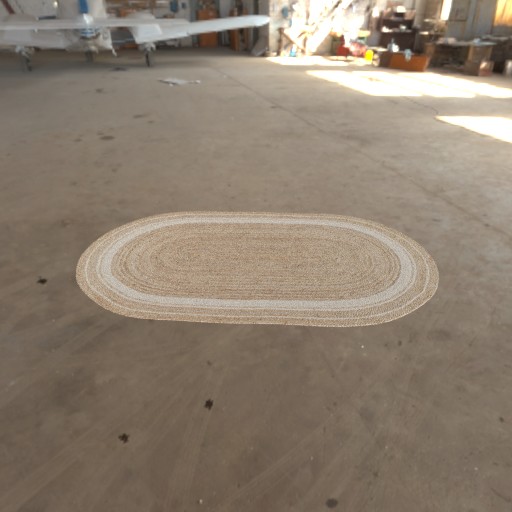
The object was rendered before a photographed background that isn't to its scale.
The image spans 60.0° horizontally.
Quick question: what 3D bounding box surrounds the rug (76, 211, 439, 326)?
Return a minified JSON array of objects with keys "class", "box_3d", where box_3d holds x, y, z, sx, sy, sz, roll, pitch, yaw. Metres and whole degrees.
[{"class":"rug","box_3d":[0.000,0.000,3.084,2.432,0.006,1.520,2,29,3]}]
